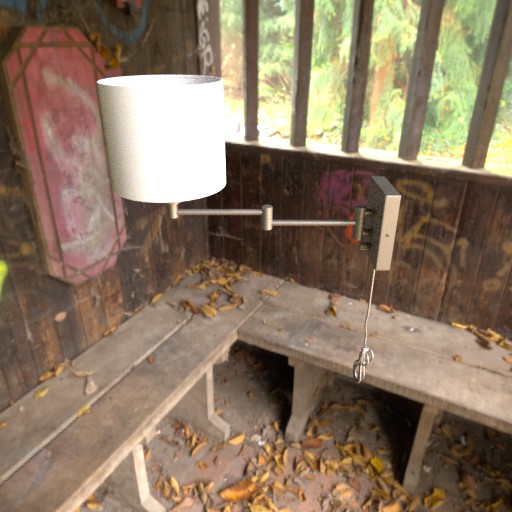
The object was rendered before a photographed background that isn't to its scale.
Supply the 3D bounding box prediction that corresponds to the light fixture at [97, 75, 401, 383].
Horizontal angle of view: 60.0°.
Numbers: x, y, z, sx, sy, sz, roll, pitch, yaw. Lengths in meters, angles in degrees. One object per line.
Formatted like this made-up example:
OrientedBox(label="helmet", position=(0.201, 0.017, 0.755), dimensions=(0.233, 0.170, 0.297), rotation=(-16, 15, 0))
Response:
OrientedBox(label="light fixture", position=(0.000, 0.000, 0.879), dimensions=(0.516, 0.651, 0.203), rotation=(0, 27, 0))
